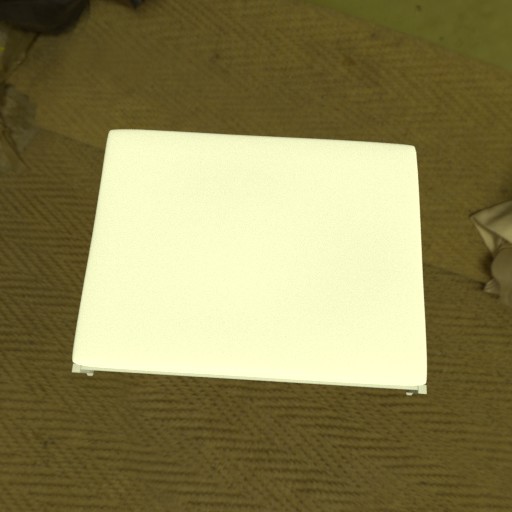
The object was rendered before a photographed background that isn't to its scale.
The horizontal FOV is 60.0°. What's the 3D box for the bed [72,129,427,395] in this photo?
[{"bbox_3d":[0.000,0.000,2.848,2.108,0.510,1.604,3,74,1],"label":"bed"}]
